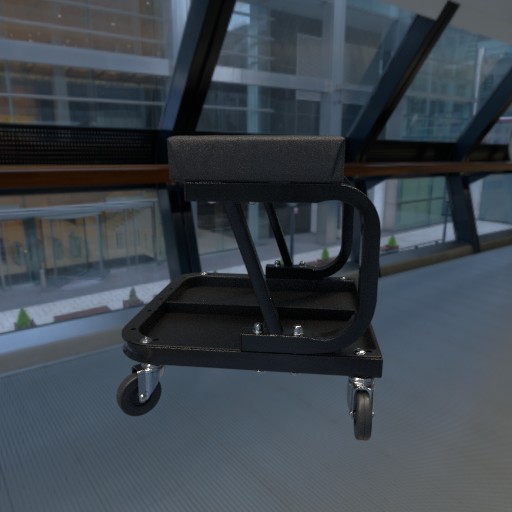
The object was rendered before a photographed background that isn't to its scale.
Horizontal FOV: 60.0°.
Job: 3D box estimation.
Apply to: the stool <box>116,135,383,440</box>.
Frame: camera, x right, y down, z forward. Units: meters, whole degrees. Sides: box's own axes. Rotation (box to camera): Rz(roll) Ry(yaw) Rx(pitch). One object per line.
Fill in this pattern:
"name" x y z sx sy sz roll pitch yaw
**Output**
"stool" 0.000 0.000 0.739 0.371 0.380 0.446 2 14 7
